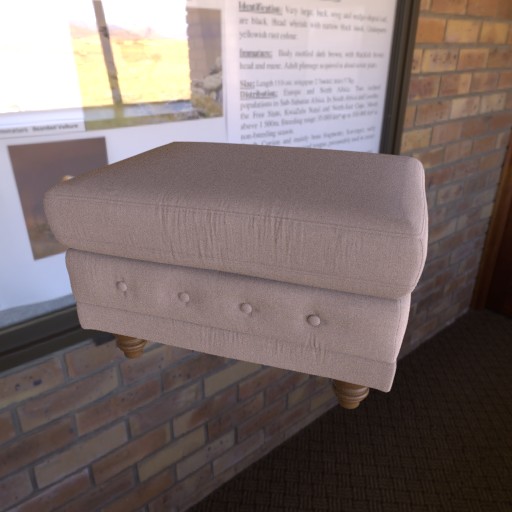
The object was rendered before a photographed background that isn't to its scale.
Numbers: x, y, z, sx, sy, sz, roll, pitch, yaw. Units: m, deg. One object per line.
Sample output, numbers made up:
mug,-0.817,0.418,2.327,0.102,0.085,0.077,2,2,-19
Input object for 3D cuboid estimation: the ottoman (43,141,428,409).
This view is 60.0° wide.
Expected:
ottoman,0.000,0.000,1.135,0.771,0.500,0.569,8,26,17
